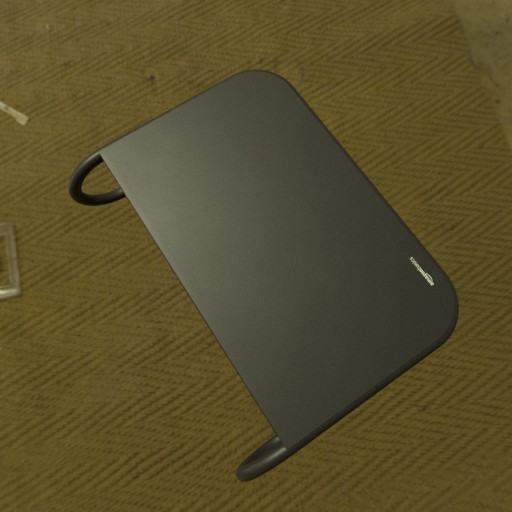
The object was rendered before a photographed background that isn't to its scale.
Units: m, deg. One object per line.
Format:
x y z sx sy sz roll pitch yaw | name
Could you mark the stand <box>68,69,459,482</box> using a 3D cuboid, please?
0.000 0.000 0.498 0.280 0.108 0.370 -32 76 -9 | stand
